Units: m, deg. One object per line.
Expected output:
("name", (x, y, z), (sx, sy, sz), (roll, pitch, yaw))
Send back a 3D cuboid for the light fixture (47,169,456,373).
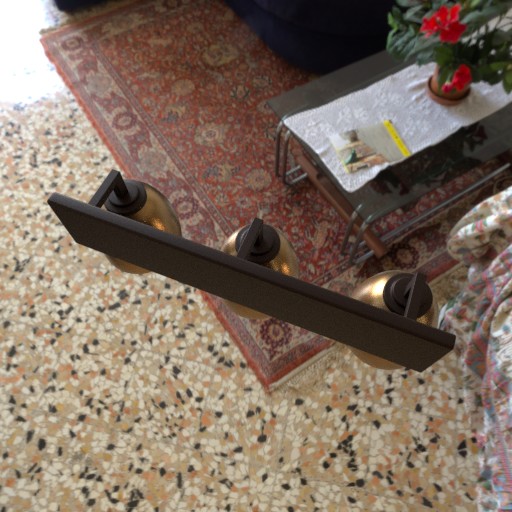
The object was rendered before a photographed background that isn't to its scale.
("light fixture", (0.000, 0.000, 0.668), (0.582, 0.204, 0.157), (19, 64, 10))
